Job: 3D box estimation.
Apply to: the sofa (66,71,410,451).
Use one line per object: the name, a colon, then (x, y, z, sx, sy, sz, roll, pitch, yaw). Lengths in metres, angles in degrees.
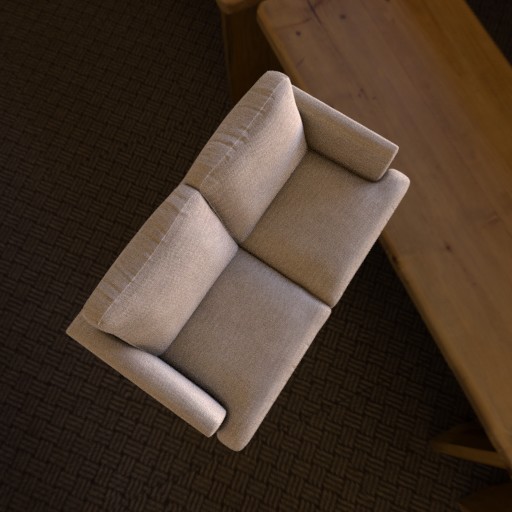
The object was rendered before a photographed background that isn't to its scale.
sofa: (0.000, 0.000, 2.170, 0.903, 0.944, 1.582, 33, 78, 8)
